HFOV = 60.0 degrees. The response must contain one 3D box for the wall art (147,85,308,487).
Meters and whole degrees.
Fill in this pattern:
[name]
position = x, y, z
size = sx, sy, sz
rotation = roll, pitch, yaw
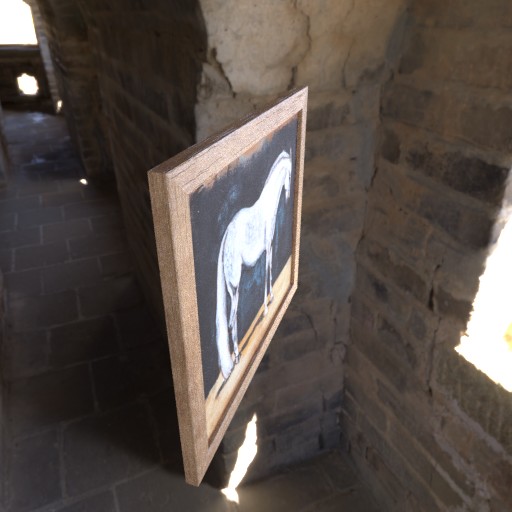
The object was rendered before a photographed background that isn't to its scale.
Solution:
[wall art]
position = 0.000, 0.000, 0.943
size = 0.026, 0.588, 0.690
rotation = 10, 31, 17
